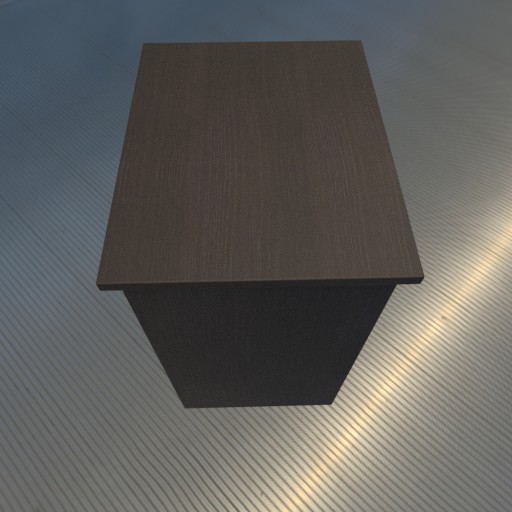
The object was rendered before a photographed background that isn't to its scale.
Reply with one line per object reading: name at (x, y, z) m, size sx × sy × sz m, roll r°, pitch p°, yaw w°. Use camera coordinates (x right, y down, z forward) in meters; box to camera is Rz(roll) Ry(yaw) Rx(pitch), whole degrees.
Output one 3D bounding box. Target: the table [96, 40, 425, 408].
table at (0.000, 0.000, 0.909) m, size 0.381 × 0.635 × 0.480 m, roll -1°, pitch 57°, yaw -1°
